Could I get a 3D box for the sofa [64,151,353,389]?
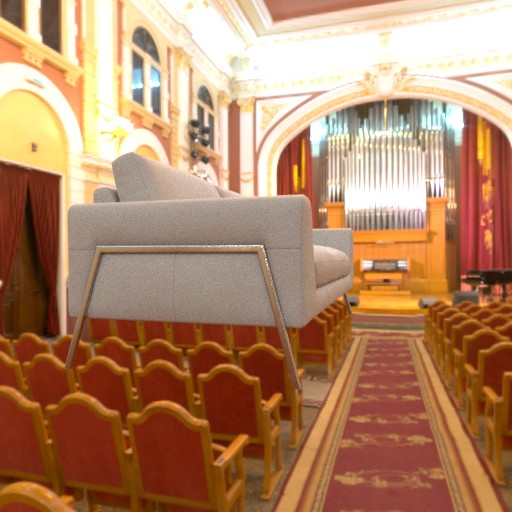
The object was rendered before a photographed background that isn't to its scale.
[{"bbox_3d":[0.000,0.000,2.537,0.953,0.875,2.017,0,0,17],"label":"sofa"}]
